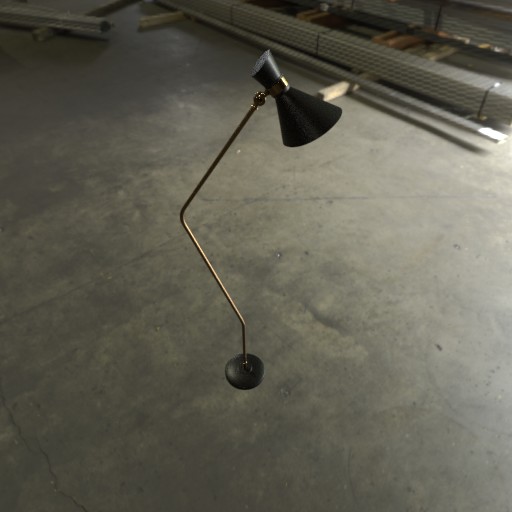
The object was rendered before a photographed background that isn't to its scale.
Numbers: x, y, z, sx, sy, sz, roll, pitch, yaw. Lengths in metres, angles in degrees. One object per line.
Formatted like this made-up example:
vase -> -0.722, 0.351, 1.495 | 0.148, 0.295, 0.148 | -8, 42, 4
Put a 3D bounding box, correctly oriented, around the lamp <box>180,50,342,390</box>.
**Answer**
lamp -> 0.000, 0.000, 1.612 | 0.467, 1.438, 0.277 | 26, 48, 26
